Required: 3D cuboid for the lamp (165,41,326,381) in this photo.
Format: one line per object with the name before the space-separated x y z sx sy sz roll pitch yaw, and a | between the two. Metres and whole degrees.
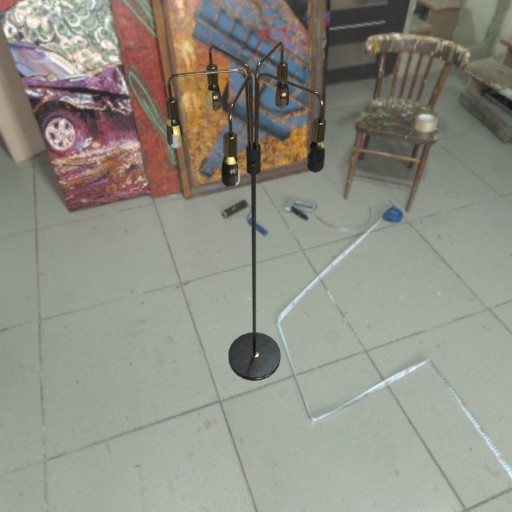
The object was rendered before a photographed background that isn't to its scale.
lamp | 0.000 0.000 2.030 0.599 1.721 0.572 31 53 27
